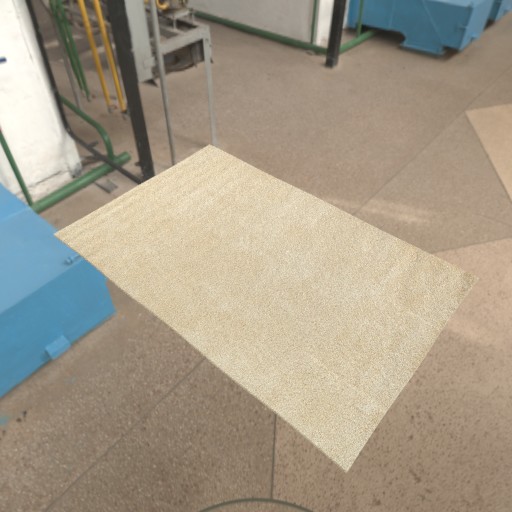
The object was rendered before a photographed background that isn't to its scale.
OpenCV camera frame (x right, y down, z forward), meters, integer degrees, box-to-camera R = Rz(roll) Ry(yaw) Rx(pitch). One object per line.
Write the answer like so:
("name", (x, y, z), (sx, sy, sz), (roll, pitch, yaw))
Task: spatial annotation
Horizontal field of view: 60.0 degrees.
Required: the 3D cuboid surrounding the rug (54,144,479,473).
("rug", (0.000, 0.000, 2.882), (2.346, 0.025, 1.500), (32, 53, 27))
